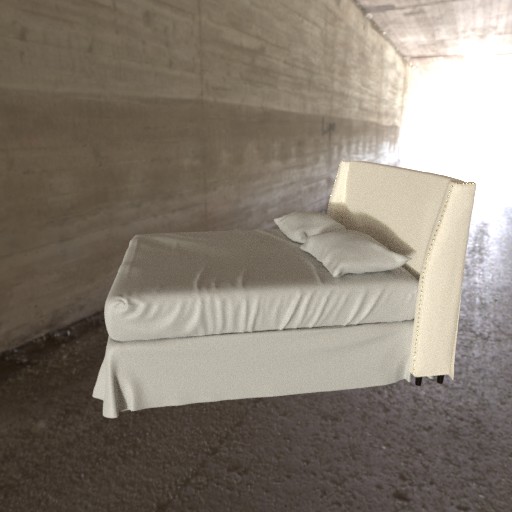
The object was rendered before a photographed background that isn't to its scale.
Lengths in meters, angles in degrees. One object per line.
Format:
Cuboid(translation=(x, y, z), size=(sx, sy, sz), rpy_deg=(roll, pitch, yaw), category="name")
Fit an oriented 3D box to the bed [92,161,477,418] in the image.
Cuboid(translation=(0.000, 0.000, 3.418), size=(2.276, 1.332, 1.925), rpy_deg=(-3, 16, -9), category="bed")
